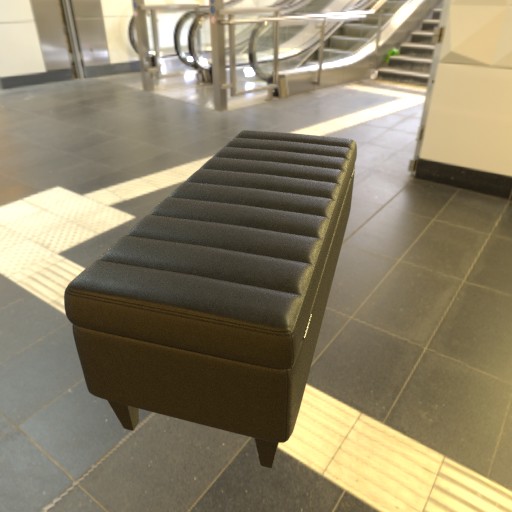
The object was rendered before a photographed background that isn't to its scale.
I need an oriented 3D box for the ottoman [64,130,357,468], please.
[{"bbox_3d":[0.000,0.000,1.378,0.482,0.469,1.151,9,33,14],"label":"ottoman"}]
